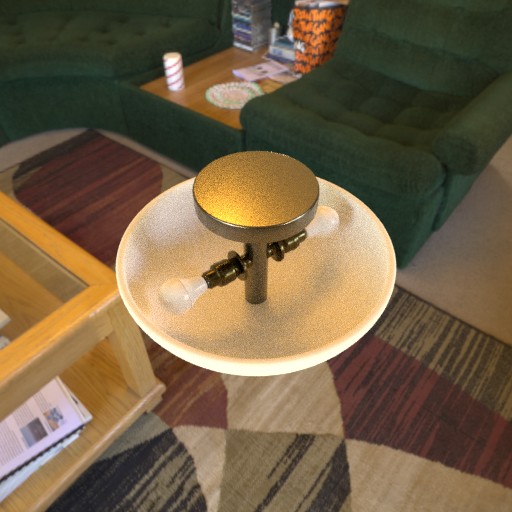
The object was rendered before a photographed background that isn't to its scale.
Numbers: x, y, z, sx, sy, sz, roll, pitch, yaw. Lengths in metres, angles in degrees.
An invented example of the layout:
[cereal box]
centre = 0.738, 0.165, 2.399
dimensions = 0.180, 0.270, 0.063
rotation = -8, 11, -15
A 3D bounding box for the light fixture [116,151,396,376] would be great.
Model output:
[light fixture]
centre = 0.000, 0.000, 0.545
dimensions = 0.330, 0.214, 0.330
rotation = 0, 45, 0
